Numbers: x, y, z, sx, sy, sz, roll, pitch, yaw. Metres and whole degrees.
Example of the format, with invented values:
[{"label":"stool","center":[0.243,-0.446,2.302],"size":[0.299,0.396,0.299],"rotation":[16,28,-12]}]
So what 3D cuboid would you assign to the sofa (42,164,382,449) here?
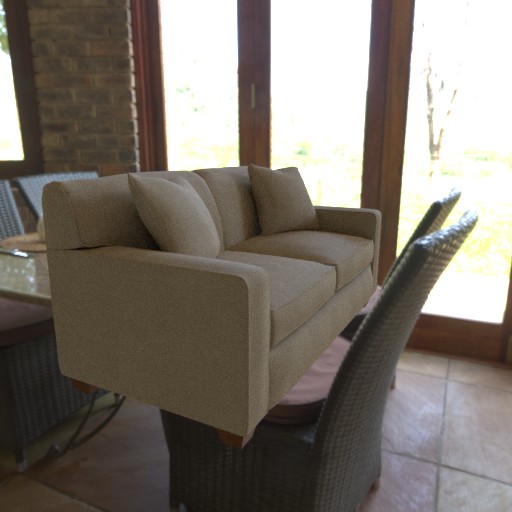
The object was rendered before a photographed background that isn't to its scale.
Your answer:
[{"label":"sofa","center":[0.000,0.000,2.407],"size":[0.998,0.958,1.846],"rotation":[7,15,27]}]
